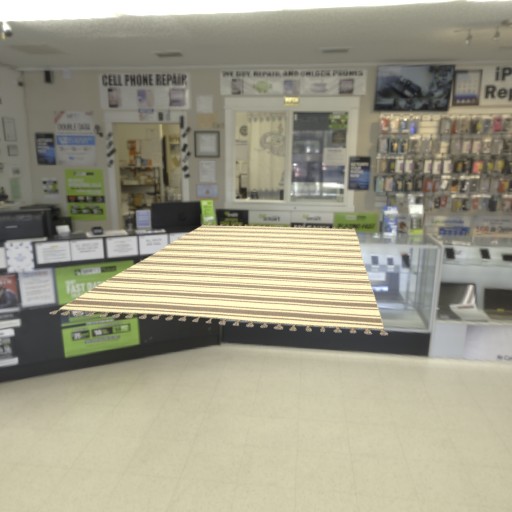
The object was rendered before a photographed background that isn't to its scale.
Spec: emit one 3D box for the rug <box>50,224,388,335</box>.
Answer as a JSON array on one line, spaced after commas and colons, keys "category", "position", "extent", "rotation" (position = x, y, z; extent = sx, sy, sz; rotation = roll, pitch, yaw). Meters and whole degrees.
[{"category": "rug", "position": [0.000, 0.000, 2.557], "extent": [1.229, 0.011, 2.096], "rotation": [2, 14, 9]}]
